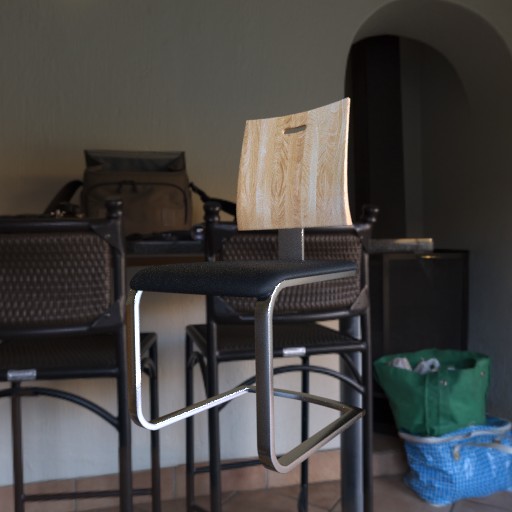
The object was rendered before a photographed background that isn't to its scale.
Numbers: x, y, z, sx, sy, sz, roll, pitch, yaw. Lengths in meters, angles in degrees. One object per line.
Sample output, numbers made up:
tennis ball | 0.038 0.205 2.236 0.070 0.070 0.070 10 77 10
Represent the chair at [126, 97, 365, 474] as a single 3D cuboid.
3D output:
chair | 0.000 0.000 1.244 0.462 0.936 0.560 0 -1 36
